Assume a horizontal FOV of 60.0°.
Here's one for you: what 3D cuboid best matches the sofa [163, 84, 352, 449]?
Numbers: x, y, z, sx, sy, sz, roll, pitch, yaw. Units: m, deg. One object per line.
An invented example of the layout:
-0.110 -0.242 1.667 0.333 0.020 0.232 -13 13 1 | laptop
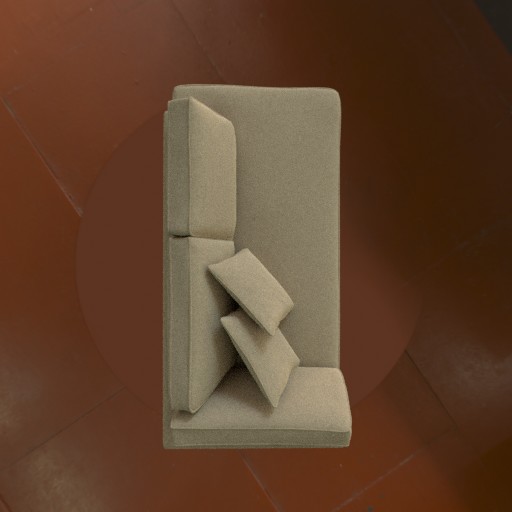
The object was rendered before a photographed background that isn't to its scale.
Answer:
0.000 0.000 2.867 1.110 1.033 2.237 0 89 -1 | sofa
